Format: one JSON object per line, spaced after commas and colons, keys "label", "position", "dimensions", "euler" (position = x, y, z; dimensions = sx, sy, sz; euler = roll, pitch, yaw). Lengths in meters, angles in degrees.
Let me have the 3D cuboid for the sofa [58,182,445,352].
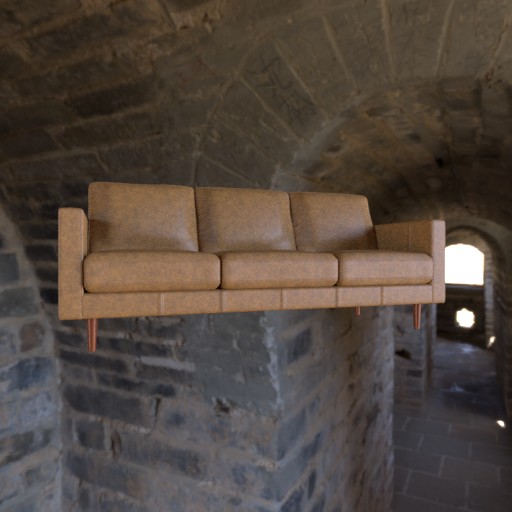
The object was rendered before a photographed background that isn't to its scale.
{"label": "sofa", "position": [0.000, 0.000, 2.804], "dimensions": [2.231, 0.930, 0.903], "euler": [0, 0, -19]}
